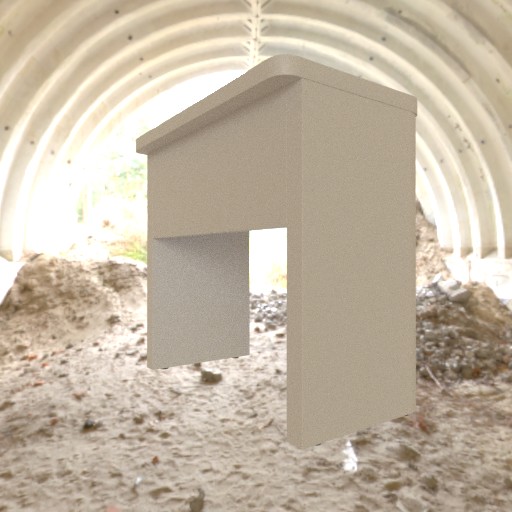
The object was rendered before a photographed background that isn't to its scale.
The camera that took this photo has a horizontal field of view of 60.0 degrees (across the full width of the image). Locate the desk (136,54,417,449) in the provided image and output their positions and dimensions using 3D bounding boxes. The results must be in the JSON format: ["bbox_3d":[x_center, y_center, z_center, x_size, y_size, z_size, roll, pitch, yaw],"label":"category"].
[{"bbox_3d":[0.000,0.000,1.271,0.446,0.760,0.790,0,0,-35],"label":"desk"}]
